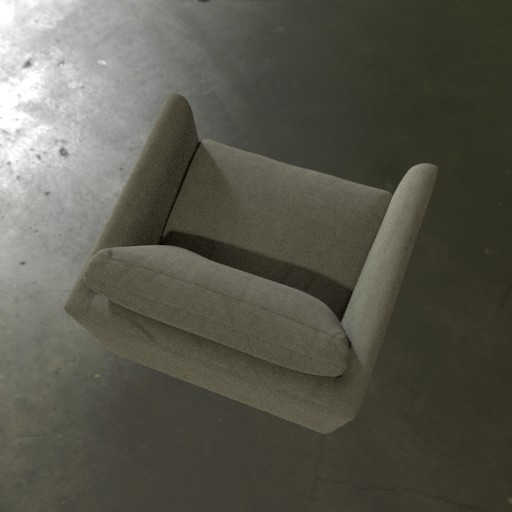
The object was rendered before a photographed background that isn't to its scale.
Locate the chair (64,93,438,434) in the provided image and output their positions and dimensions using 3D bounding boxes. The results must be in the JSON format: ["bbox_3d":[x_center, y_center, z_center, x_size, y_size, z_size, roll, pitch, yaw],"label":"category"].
[{"bbox_3d":[0.000,0.000,1.868,1.190,0.845,1.091,18,65,9],"label":"chair"}]
